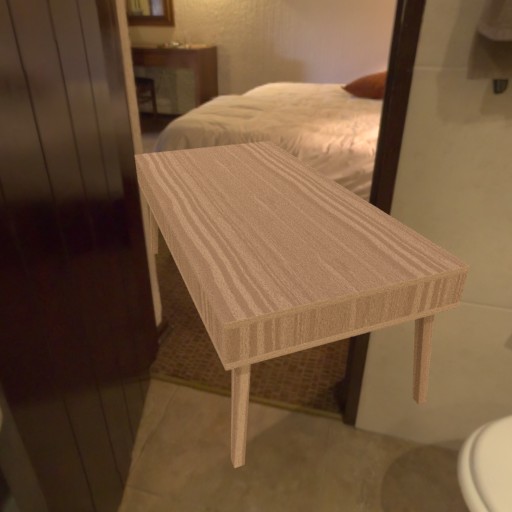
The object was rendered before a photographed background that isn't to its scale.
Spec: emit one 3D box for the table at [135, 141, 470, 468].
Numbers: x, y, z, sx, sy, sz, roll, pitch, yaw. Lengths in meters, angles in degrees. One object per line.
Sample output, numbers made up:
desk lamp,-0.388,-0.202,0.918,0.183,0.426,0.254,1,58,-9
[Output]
table,0.000,0.000,1.530,0.600,0.450,1.200,-11,31,-19
